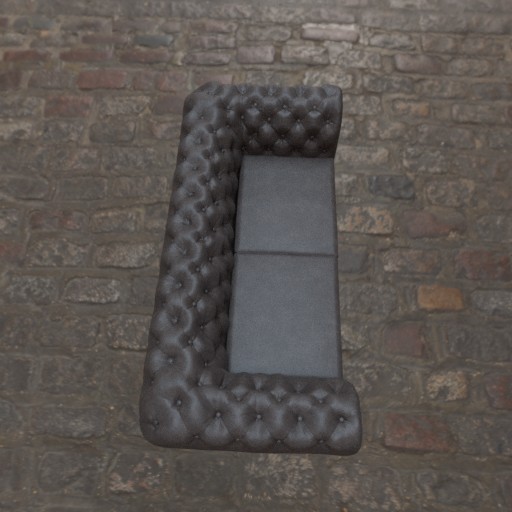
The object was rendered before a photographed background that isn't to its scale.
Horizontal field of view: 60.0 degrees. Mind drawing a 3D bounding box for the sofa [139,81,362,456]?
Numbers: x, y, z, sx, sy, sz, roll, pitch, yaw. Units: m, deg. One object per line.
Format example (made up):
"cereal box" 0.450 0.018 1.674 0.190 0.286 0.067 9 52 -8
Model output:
"sofa" 0.000 0.000 2.499 0.944 0.779 2.048 2 64 1
